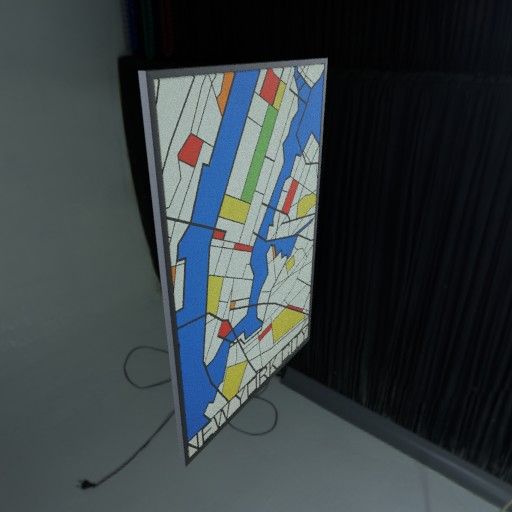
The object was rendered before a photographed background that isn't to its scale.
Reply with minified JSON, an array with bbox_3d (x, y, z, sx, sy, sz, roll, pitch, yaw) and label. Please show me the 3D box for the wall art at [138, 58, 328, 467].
[{"bbox_3d":[0.000,0.000,0.821,0.013,0.657,0.457,17,31,31],"label":"wall art"}]
